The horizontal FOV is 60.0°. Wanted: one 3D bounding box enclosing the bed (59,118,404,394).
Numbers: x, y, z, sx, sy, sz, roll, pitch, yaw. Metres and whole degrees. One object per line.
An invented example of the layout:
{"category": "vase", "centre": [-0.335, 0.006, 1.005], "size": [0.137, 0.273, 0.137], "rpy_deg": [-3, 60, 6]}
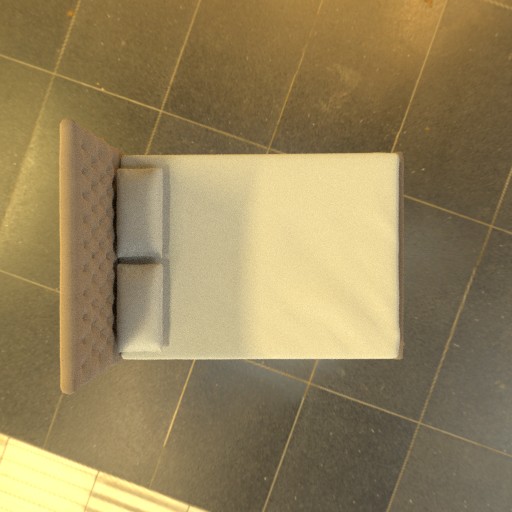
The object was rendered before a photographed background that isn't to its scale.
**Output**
{"category": "bed", "centre": [0.000, 0.000, 3.361], "size": [2.387, 1.427, 1.698], "rpy_deg": [0, 90, 2]}
